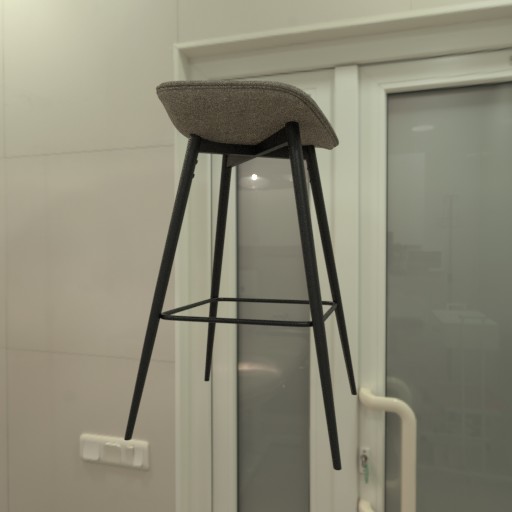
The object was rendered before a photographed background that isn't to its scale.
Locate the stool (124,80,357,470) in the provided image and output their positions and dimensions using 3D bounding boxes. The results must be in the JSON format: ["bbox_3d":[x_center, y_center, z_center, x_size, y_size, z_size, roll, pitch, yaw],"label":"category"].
[{"bbox_3d":[0.000,0.000,1.136,0.480,0.814,0.469,0,1,17],"label":"stool"}]
